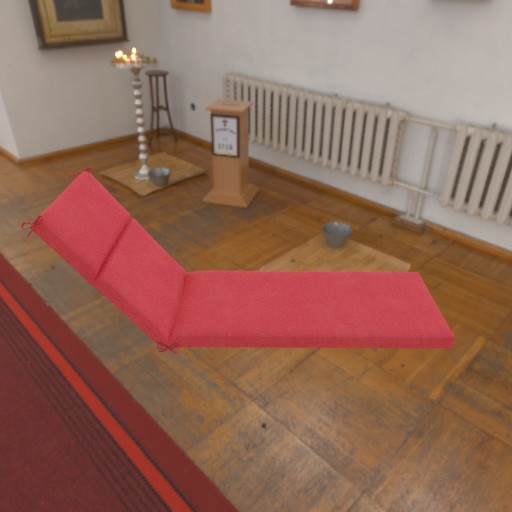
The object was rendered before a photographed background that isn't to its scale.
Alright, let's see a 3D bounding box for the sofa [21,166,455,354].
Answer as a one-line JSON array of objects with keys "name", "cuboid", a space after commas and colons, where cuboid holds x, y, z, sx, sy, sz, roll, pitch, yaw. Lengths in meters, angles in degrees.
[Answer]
[{"name": "sofa", "cuboid": [0.000, 0.000, 1.928, 1.663, 0.622, 0.582, 0, 31, 0]}]
